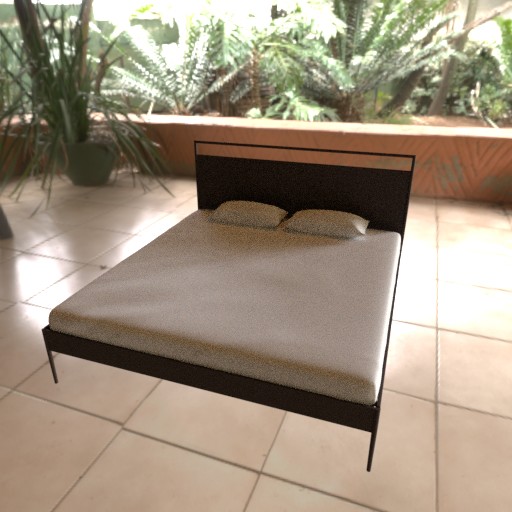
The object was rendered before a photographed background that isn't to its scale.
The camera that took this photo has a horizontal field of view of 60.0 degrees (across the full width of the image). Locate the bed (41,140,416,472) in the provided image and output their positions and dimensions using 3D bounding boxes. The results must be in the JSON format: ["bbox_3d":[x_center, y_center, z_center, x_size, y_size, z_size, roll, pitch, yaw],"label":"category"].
[{"bbox_3d":[0.000,0.000,3.215,1.993,1.173,2.151,8,26,18],"label":"bed"}]
